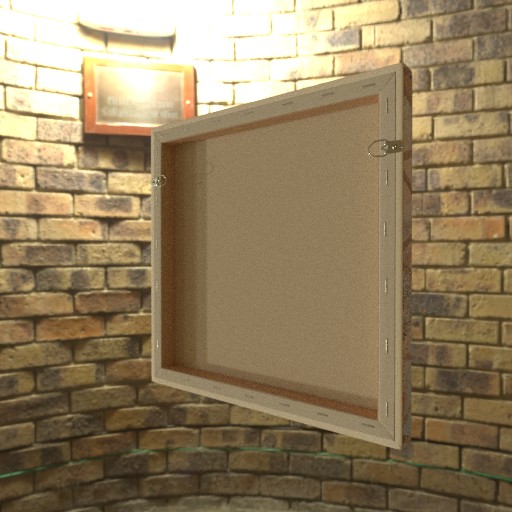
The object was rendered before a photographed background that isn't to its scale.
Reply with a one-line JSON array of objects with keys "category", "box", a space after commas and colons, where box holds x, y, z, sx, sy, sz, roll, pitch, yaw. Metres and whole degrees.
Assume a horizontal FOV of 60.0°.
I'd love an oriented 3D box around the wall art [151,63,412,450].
[{"category": "wall art", "box": [0.000, 0.000, 0.743, 0.507, 0.508, 0.038, 0, 1, 38]}]
